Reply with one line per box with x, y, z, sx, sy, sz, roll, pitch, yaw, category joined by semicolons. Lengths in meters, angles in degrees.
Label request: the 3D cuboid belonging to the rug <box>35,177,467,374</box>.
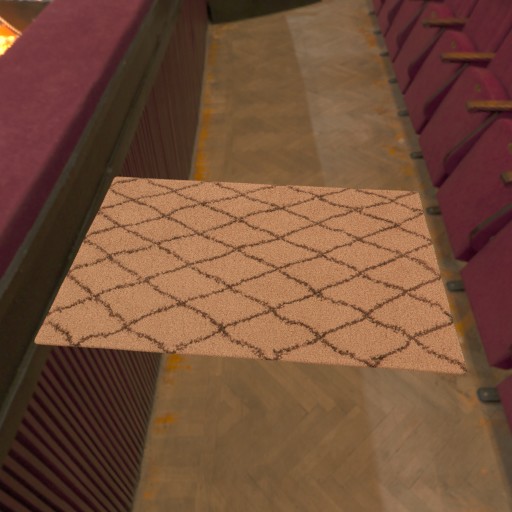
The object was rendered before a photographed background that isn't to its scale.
0.000;0.000;3.395;2.743;0.030;1.778;3;47;3;rug
